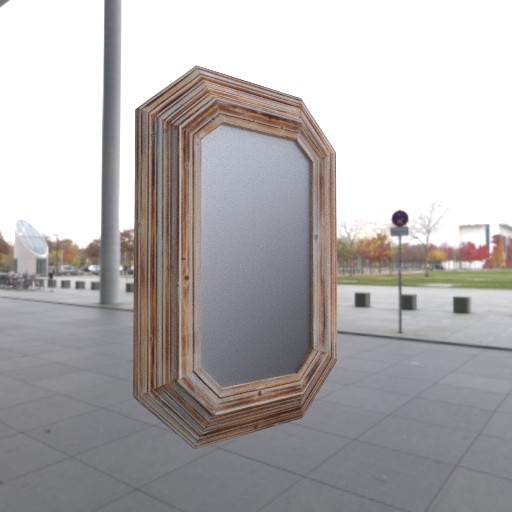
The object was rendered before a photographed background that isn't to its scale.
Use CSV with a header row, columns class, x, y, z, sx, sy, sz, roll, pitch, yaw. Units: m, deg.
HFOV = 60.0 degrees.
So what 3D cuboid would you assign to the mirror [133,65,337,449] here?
class,x,y,z,sx,sy,sz,roll,pitch,yaw
mirror,0.000,0.000,1.280,0.709,1.015,0.061,1,-2,-38
